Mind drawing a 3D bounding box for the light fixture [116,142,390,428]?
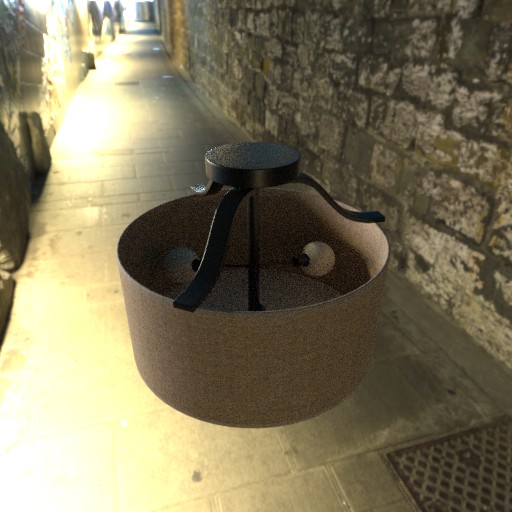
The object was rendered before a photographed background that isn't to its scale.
[{"bbox_3d":[0.000,0.000,0.657,0.390,0.306,0.390,0,29,0],"label":"light fixture"}]
